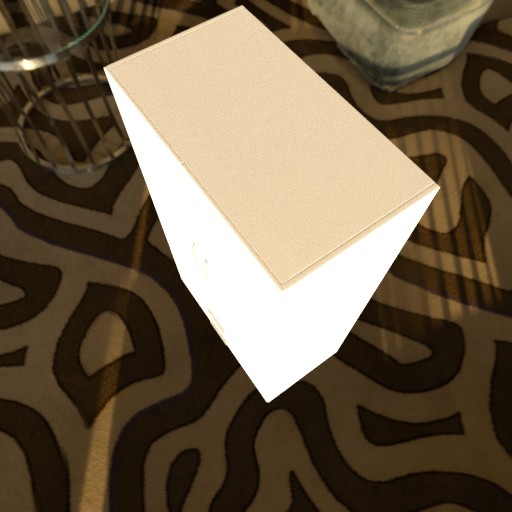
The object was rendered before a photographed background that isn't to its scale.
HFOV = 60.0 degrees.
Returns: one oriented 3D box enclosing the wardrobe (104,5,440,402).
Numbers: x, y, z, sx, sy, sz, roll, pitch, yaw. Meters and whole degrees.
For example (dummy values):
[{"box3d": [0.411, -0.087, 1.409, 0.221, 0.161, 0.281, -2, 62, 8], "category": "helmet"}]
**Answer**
[{"box3d": [0.000, 0.000, 2.168, 0.577, 1.808, 0.991, -32, 68, -15], "category": "wardrobe"}]
